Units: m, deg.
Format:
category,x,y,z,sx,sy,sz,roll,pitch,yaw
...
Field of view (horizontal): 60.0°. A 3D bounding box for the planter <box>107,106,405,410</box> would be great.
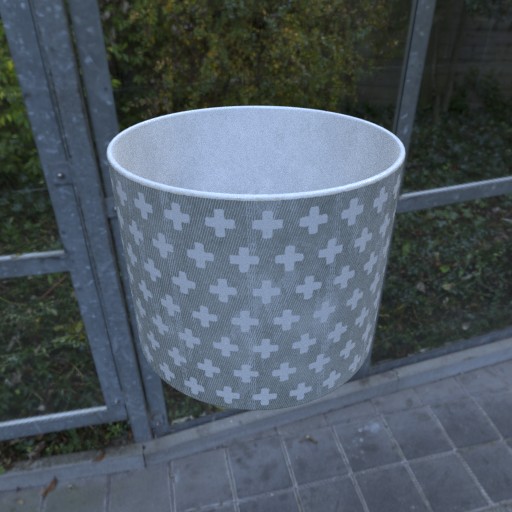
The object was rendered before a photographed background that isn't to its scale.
category,x,y,z,sx,sy,sz,roll,pitch,yaw
planter,0.000,0.000,0.447,0.250,0.239,0.250,0,31,0
